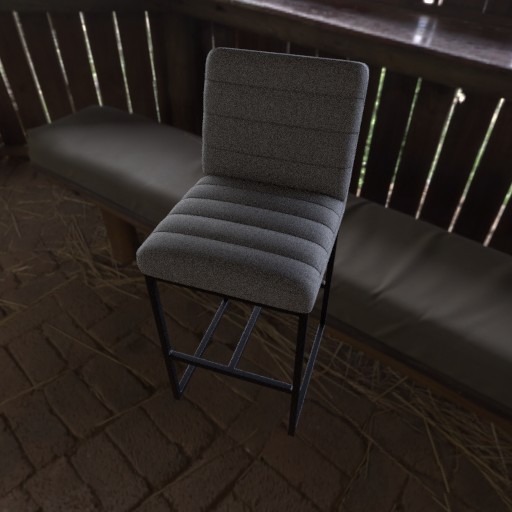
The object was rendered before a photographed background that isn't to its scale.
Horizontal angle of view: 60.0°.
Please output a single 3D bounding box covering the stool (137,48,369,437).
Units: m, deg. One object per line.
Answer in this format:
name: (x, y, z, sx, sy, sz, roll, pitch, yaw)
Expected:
stool: (0.000, 0.000, 1.353, 0.459, 1.034, 0.571, 12, 43, 14)
